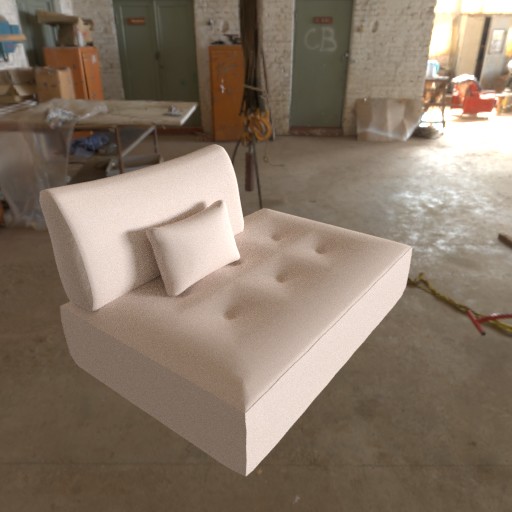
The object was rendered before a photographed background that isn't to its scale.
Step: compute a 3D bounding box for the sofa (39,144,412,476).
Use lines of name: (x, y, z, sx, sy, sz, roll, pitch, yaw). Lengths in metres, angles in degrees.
sofa: (0.000, 0.000, 2.054, 1.000, 0.820, 1.450, 18, 32, 32)
